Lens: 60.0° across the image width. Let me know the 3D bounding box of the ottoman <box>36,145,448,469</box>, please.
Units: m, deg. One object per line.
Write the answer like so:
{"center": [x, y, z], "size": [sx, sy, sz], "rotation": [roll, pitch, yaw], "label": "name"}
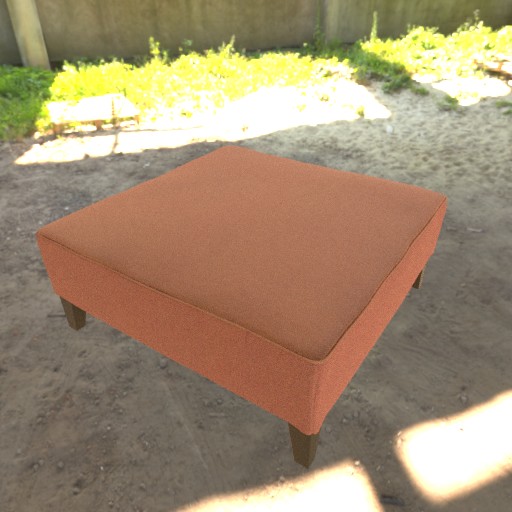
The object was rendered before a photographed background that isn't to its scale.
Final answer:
{"center": [0.000, 0.000, 1.543], "size": [0.997, 0.438, 0.999], "rotation": [20, 38, 28], "label": "ottoman"}
